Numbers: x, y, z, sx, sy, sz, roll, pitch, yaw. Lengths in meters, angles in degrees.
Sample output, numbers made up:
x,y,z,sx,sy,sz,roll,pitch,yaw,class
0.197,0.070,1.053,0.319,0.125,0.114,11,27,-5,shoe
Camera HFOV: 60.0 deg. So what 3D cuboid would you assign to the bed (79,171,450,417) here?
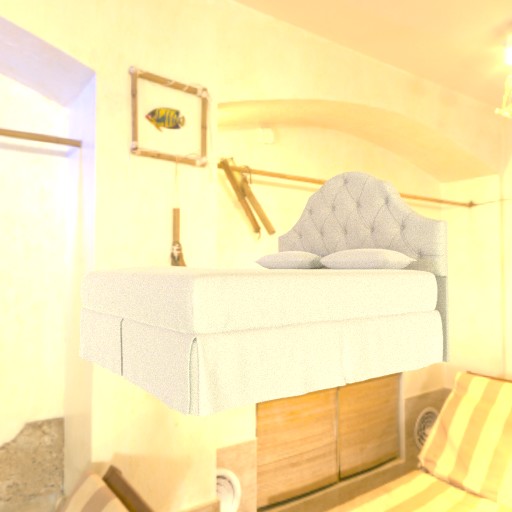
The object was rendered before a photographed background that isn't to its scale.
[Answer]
x,y,z,sx,sy,sz,roll,pitch,yaw,class
0.000,0.000,3.504,2.214,1.615,2.008,1,-2,-37,bed
